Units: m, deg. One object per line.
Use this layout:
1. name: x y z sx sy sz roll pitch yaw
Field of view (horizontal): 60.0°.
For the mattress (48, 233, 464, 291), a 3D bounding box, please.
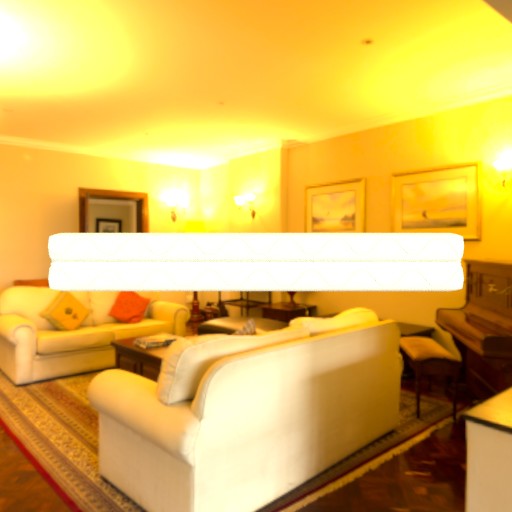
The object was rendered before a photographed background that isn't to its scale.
1. mattress: 0.000 0.000 2.434 1.400 0.200 1.900 0 1 0
